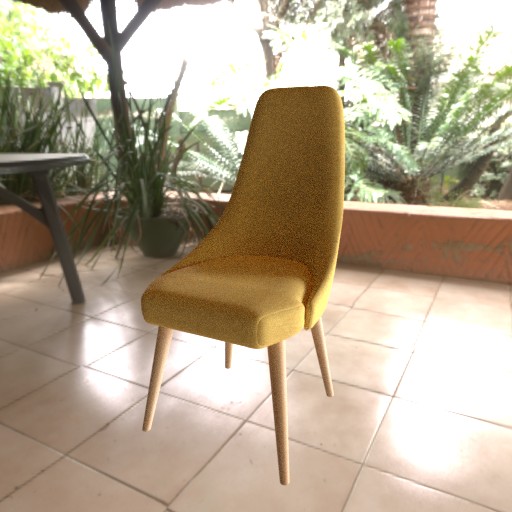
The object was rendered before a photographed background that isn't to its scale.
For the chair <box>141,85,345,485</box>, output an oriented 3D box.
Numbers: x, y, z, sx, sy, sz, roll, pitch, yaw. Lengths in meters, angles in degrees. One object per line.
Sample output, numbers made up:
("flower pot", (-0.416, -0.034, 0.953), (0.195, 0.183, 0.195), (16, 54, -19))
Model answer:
("chair", (0.000, 0.000, 1.369), (0.510, 1.040, 0.660), (8, 17, 27))
